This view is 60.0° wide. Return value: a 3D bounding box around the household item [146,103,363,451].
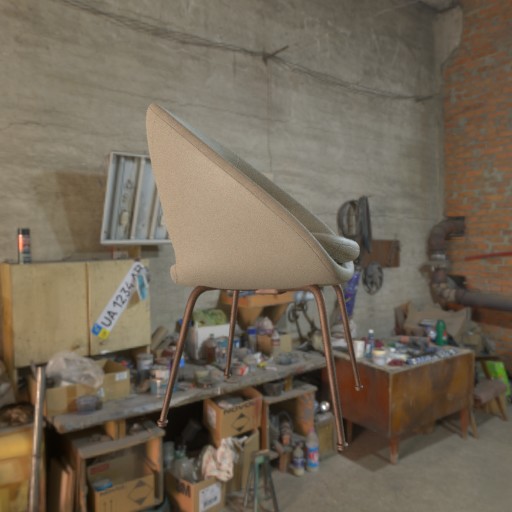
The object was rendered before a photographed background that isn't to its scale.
[{"bbox_3d":[0.000,0.000,1.263,0.573,0.852,0.623,0,0,18],"label":"household item"}]
